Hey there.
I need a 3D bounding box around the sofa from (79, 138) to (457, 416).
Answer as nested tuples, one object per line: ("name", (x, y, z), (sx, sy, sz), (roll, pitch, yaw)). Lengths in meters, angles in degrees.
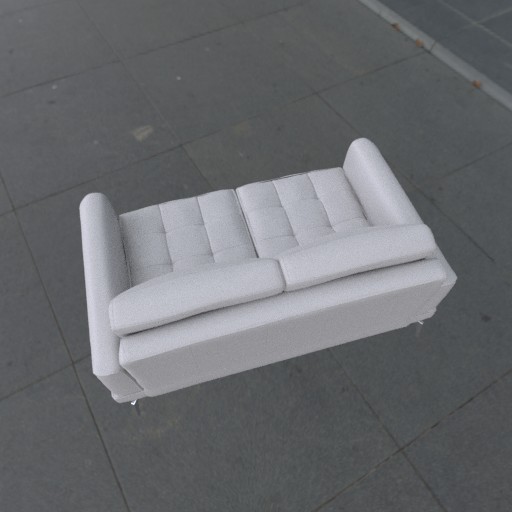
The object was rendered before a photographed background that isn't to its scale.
("sofa", (0.000, 0.000, 2.458), (1.819, 0.930, 1.121), (-13, 58, -9))
